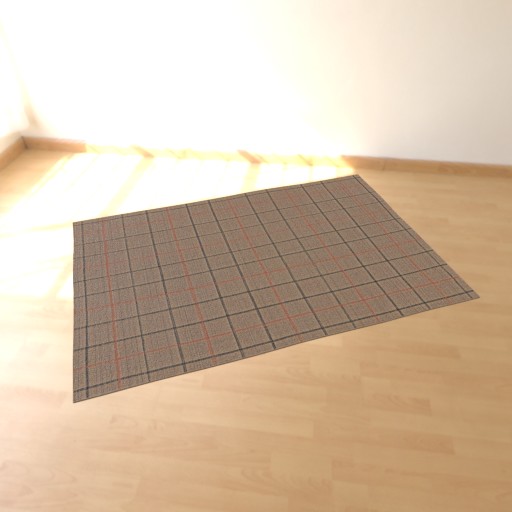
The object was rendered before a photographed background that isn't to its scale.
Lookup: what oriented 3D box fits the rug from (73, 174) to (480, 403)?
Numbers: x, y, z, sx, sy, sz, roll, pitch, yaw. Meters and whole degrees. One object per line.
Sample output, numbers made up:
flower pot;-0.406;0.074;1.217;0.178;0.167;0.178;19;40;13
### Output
rug;0.000;0.000;2.320;1.829;0.013;1.220;-12;41;-14
